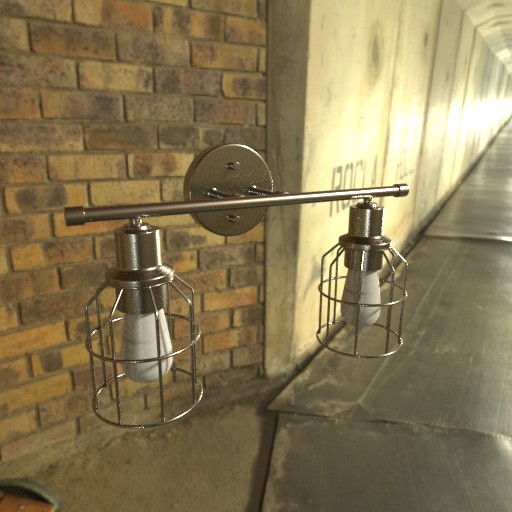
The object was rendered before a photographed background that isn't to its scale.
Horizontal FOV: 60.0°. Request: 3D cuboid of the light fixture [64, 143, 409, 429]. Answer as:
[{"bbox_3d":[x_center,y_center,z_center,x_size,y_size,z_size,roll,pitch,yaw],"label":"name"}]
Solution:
[{"bbox_3d":[0.000,0.000,0.520,0.406,0.254,0.165,-8,17,-27],"label":"light fixture"}]
